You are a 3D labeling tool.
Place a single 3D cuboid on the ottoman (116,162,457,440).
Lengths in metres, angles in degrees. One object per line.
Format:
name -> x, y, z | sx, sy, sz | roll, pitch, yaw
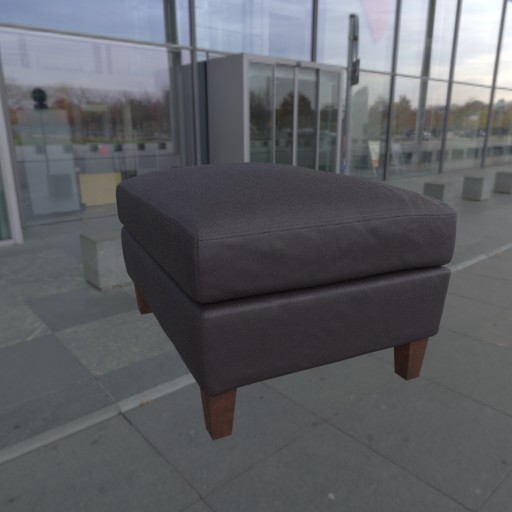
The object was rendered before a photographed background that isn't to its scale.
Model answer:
ottoman -> 0.000, 0.000, 1.293 | 0.659, 0.529, 0.887 | -8, 18, -25
